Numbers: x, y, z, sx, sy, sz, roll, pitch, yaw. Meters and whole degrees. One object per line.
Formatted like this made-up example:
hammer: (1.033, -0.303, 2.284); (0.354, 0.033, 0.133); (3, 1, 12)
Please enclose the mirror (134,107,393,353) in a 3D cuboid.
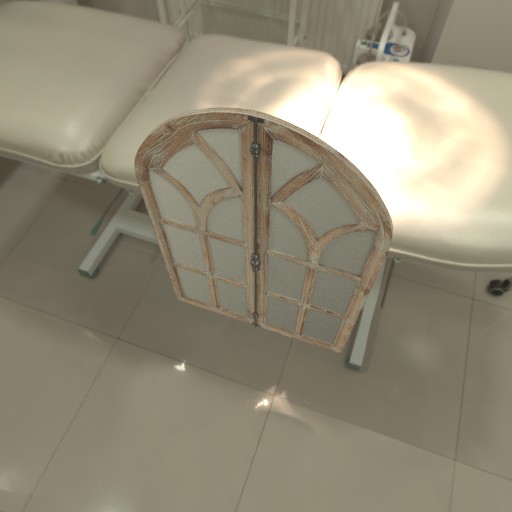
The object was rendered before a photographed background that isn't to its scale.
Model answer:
mirror: (0.000, 0.000, 1.166); (0.609, 0.915, 0.032); (17, 59, 10)
